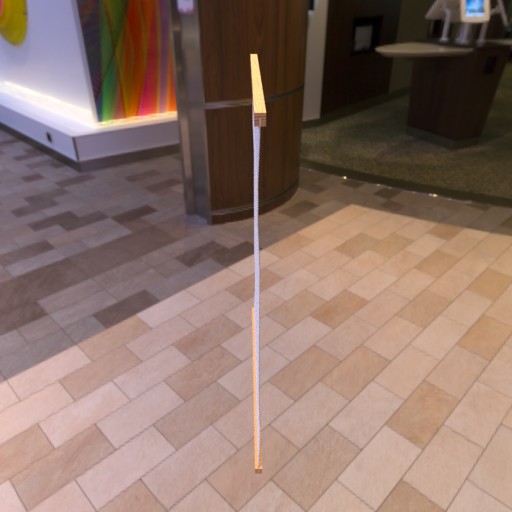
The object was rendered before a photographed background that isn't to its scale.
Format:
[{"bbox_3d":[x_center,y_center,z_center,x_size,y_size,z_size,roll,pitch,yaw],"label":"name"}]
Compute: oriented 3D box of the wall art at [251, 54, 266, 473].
[{"bbox_3d":[0.000,0.000,1.326,0.020,1.016,0.739,-1,31,-1],"label":"wall art"}]
